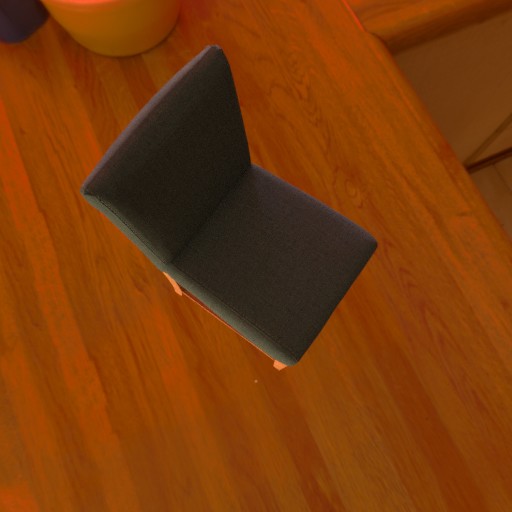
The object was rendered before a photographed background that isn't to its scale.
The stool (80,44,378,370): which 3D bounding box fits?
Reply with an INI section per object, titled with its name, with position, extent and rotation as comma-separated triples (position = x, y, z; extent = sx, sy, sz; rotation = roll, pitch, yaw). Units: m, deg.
[stool]
position = 0.000, 0.000, 1.376
extent = 0.574, 1.088, 0.454
rotation = 35, 77, 9
